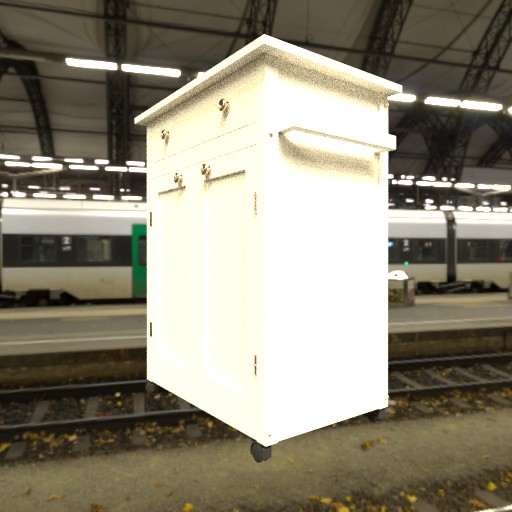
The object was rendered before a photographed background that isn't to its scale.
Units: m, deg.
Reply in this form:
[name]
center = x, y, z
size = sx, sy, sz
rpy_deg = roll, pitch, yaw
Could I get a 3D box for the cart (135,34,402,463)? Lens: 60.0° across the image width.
[cart]
center = 0.000, 0.000, 1.252
size = 0.442, 0.864, 0.683
rpy_deg = 0, 0, -37
